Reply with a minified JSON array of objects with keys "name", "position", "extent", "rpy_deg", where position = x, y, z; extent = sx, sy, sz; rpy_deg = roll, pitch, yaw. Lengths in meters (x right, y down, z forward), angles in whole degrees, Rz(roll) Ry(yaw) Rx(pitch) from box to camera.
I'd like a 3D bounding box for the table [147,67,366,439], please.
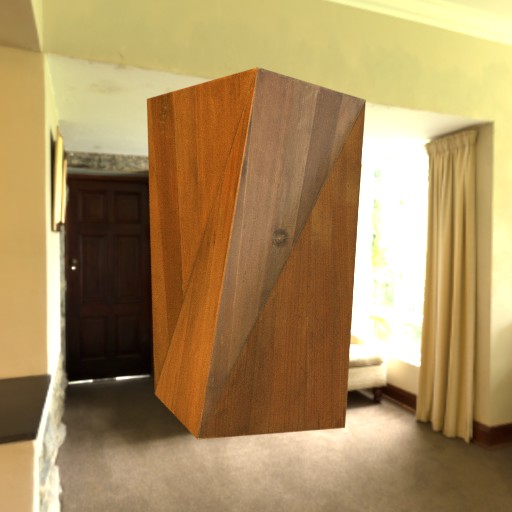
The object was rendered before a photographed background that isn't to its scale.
[{"name":"table","position":[0.000,0.000,0.923],"extent":[0.441,0.604,0.425],"rpy_deg":[0,1,19]}]
